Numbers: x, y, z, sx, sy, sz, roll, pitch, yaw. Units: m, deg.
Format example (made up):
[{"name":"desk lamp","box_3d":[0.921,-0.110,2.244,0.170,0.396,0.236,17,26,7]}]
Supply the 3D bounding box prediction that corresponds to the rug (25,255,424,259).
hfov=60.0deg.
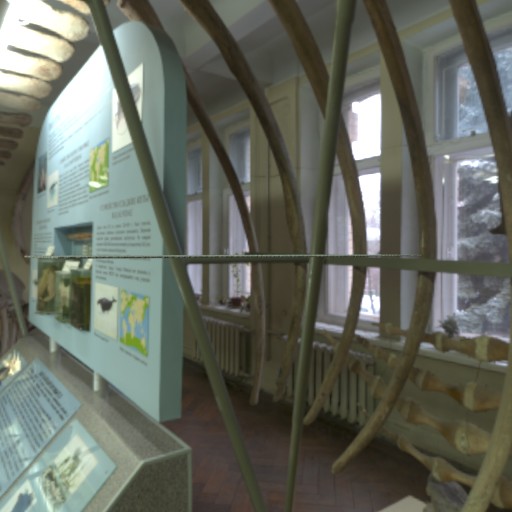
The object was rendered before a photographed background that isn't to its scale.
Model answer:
[{"name":"rug","box_3d":[0.000,0.000,2.542,2.286,0.008,0.686,0,0,-36]}]
